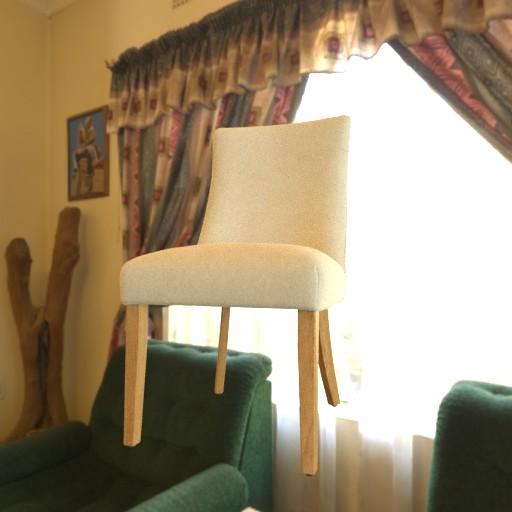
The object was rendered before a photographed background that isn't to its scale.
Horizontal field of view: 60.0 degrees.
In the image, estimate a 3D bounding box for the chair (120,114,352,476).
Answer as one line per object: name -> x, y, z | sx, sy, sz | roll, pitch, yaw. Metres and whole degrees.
chair -> 0.000, 0.000, 1.240 | 0.495, 0.902, 0.610 | 0, -1, 19
